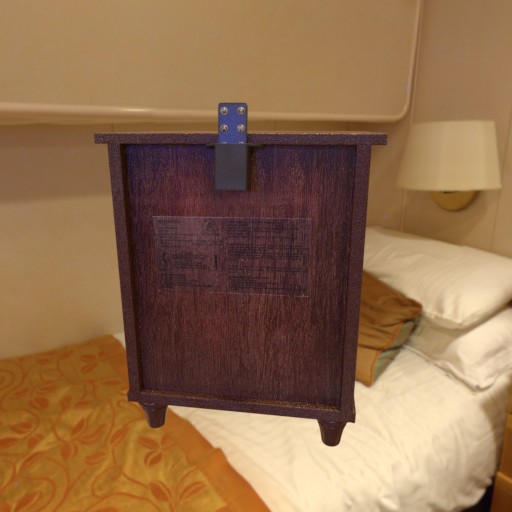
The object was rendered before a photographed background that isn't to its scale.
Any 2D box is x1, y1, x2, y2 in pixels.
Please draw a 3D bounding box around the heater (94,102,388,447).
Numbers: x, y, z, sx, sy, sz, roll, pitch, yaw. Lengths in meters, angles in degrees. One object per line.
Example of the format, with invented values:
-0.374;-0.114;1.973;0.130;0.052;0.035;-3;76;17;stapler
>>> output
0.000;0.000;0.762;0.362;0.481;0.400;2;16;8;heater
